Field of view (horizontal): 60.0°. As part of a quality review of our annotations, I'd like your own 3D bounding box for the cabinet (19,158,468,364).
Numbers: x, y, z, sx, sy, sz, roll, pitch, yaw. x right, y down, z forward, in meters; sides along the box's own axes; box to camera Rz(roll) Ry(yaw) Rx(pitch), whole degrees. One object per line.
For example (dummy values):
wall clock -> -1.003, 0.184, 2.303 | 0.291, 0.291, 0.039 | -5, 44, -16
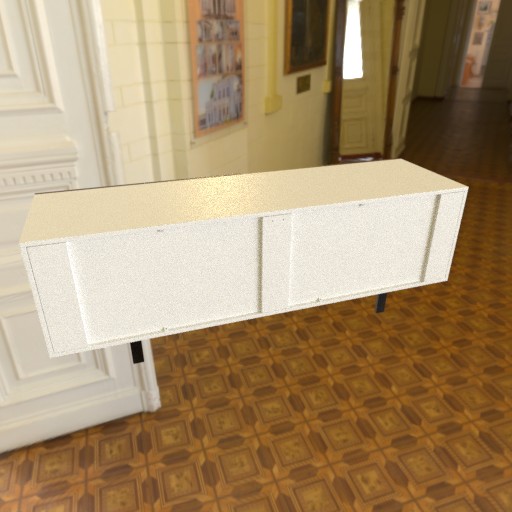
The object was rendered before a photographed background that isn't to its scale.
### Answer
cabinet -> 0.000, 0.000, 1.714 | 1.499, 0.533, 0.431 | -9, 28, -16
